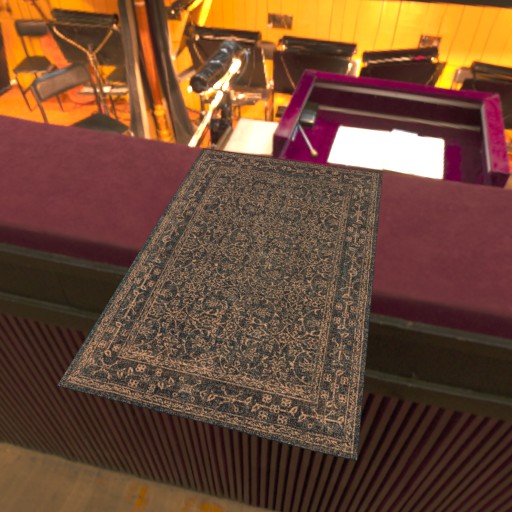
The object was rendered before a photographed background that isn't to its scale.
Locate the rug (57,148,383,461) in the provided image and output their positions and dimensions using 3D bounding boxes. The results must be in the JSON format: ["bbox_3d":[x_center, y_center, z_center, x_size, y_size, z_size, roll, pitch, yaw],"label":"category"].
[{"bbox_3d":[0.000,0.000,2.299,1.200,0.005,1.819,10,47,10],"label":"rug"}]
